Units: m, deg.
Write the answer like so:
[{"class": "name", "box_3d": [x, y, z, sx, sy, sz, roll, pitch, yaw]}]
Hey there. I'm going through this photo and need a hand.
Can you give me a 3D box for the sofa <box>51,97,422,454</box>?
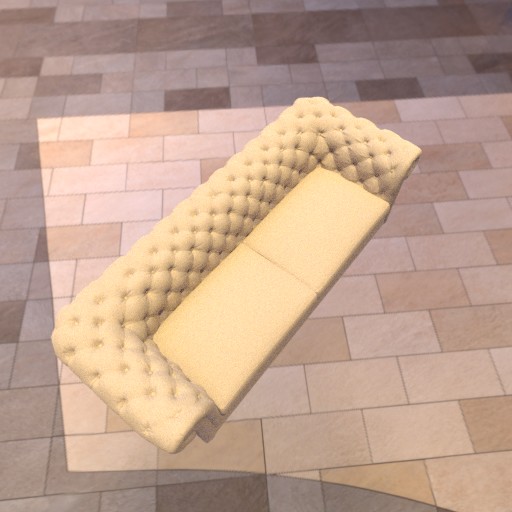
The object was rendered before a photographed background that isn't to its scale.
[{"class": "sofa", "box_3d": [0.000, 0.000, 3.151, 1.076, 0.847, 2.694, 34, 65, 19]}]
